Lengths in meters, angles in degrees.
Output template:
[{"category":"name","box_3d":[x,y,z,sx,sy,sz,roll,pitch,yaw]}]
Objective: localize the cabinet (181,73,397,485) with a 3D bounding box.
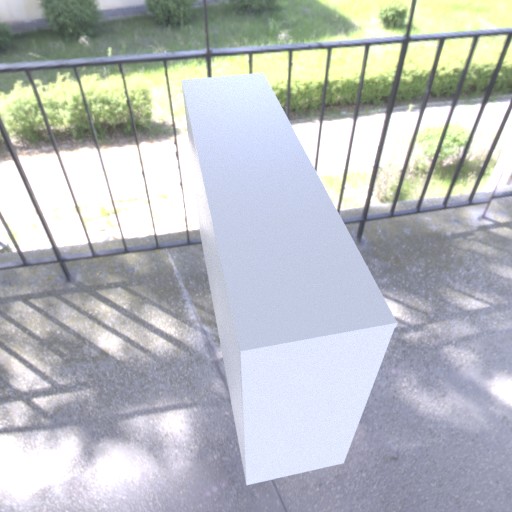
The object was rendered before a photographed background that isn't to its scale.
[{"category":"cabinet","box_3d":[0.000,0.000,1.843,0.380,0.900,1.450,-9,46,-8]}]
